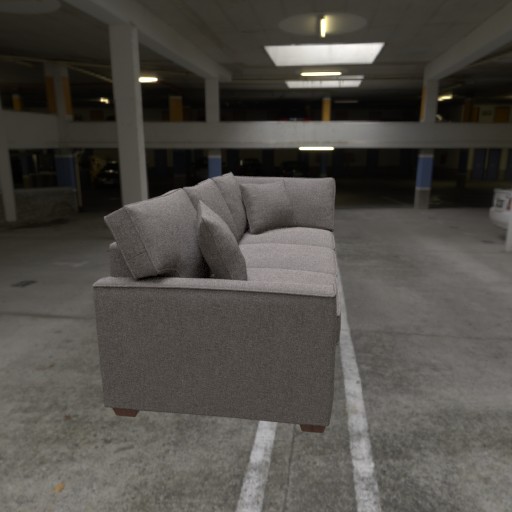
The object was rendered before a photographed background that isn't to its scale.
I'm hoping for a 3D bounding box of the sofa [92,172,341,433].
[{"bbox_3d":[0.000,0.000,2.896,1.061,0.962,2.317,2,14,8],"label":"sofa"}]
